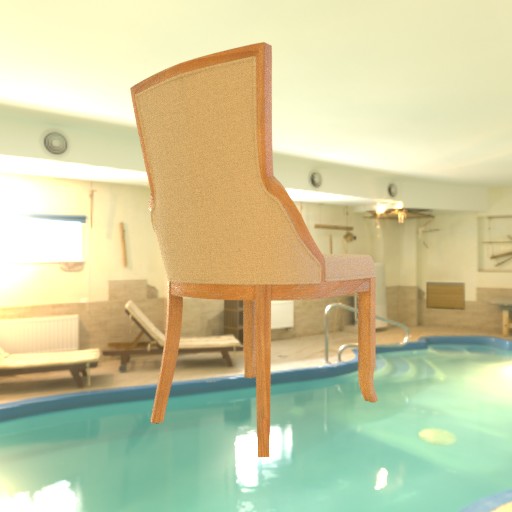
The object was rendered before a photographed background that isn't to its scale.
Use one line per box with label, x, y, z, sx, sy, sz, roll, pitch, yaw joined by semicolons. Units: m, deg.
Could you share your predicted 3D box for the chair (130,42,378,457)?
chair;0.000;0.000;1.340;0.524;0.947;0.641;0;0;35
